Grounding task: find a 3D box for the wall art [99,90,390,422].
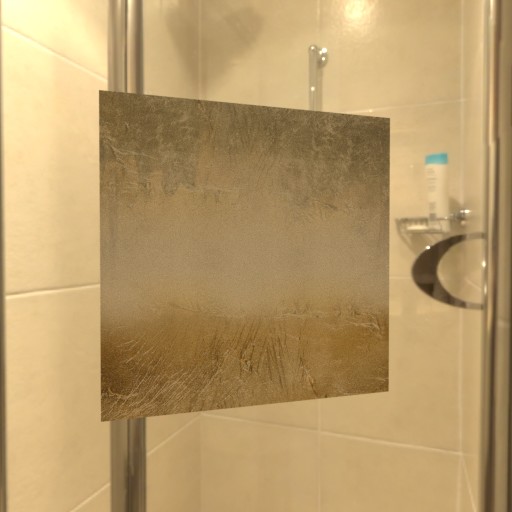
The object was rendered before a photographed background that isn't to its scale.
[{"bbox_3d":[0.000,0.000,0.919,0.610,0.610,0.038,0,1,-17],"label":"wall art"}]
